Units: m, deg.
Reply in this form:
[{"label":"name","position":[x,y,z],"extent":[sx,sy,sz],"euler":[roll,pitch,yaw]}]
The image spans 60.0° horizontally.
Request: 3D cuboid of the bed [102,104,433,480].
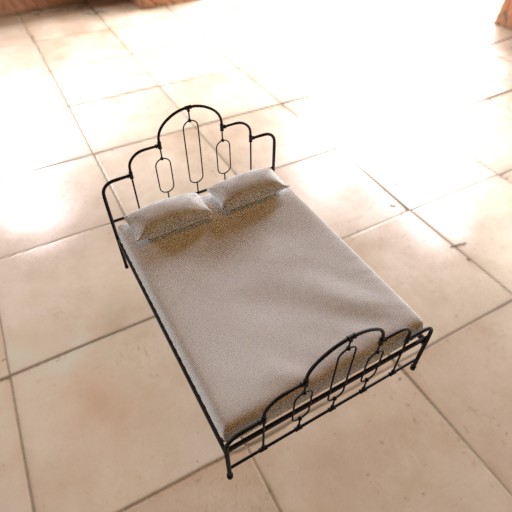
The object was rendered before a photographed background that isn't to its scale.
[{"label":"bed","position":[0.000,0.000,3.299],"extent":[1.640,1.429,2.163],"euler":[-22,50,-20]}]
